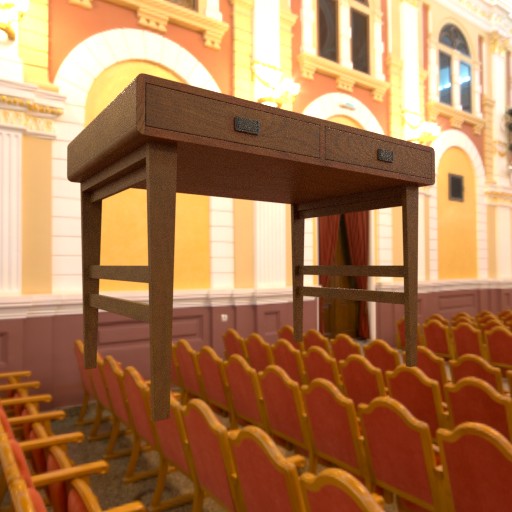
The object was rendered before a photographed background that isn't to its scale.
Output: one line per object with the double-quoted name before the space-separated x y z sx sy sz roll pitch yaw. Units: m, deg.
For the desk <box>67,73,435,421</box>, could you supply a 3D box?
"desk" 0.000 0.000 1.497 1.066 0.754 0.660 1 -1 -35
